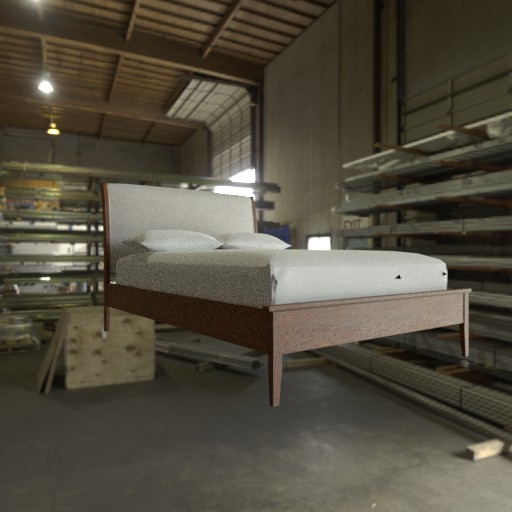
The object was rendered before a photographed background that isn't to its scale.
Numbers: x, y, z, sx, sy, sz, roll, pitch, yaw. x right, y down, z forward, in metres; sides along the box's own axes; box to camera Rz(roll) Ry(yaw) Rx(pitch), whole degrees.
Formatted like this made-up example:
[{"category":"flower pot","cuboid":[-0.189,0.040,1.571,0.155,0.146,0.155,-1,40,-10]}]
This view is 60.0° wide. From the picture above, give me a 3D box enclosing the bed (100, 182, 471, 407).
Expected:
[{"category":"bed","cuboid":[0.000,0.000,3.268,1.612,1.250,2.380,0,0,-36]}]
